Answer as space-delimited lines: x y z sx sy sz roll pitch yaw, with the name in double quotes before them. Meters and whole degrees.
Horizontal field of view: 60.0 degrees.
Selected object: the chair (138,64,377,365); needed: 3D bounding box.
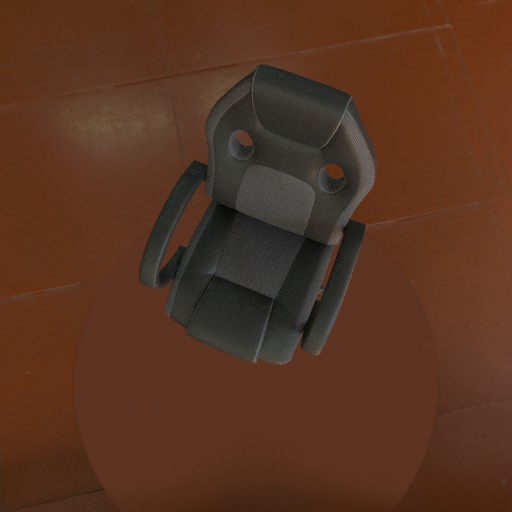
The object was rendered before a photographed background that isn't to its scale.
"chair" 0.000 0.000 1.617 0.673 1.187 0.724 22 77 5
